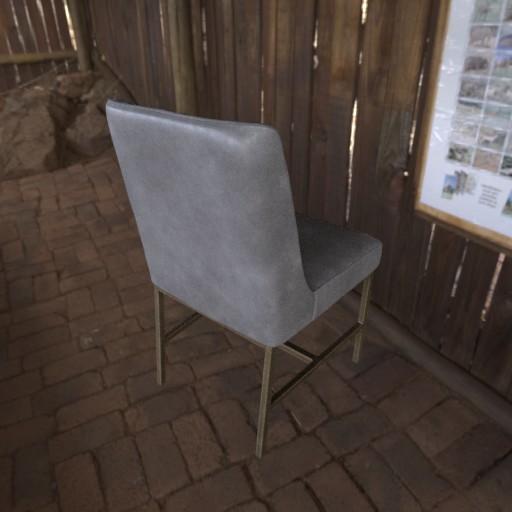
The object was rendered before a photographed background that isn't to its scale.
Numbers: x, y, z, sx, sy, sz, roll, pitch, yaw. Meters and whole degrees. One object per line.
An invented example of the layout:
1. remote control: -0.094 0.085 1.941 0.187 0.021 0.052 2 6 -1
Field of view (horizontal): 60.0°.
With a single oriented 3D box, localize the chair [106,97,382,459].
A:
1. chair: 0.000 0.000 1.249 0.508 0.889 0.587 22 37 34
